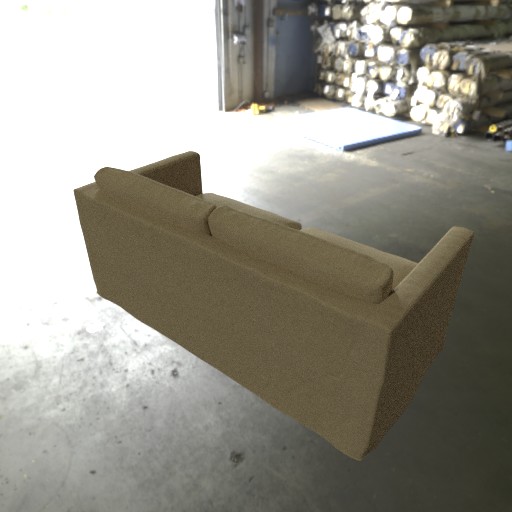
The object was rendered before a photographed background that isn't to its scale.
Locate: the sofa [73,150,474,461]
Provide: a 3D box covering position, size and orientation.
[{"bbox_3d":[0.000,0.000,2.439,1.959,0.835,0.962,23,38,33],"label":"sofa"}]
